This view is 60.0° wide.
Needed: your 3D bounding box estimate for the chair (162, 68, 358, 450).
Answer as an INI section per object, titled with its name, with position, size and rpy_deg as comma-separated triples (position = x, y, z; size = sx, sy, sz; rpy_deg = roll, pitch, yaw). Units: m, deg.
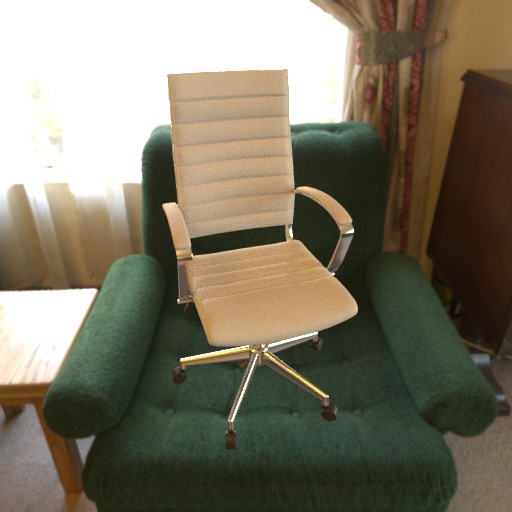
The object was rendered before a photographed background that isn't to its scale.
[chair]
position = 0.000, 0.000, 1.575
size = 0.679, 1.149, 0.667
rpy_deg = -9, 31, -15
